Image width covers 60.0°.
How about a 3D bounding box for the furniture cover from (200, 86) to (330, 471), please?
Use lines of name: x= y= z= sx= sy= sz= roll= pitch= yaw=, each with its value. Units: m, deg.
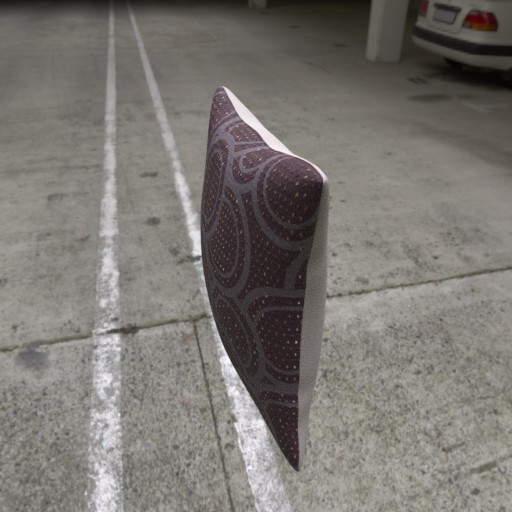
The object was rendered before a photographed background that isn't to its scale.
furniture cover: x=0.000 y=0.000 z=0.821 sx=0.193 sy=0.509 sz=0.552 roll=-8 pitch=32 yaw=-13
